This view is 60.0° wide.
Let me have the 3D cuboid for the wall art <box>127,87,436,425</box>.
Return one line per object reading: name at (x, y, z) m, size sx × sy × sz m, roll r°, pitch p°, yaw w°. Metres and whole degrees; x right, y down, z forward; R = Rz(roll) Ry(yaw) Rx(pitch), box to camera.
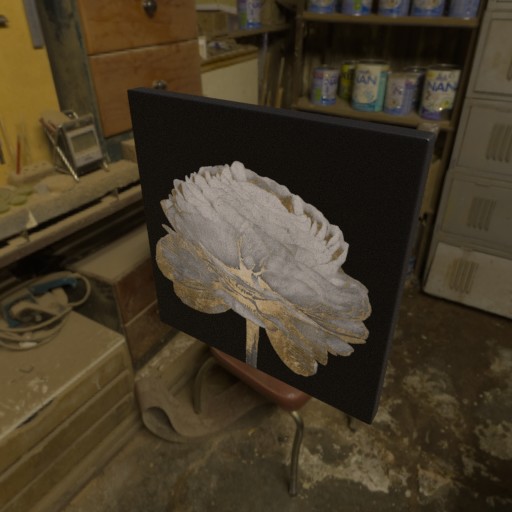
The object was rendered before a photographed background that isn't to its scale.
wall art at (0.000, 0.000, 0.933) m, size 0.610 × 0.611 × 0.043 m, roll 19°, pitch 36°, yaw 28°
